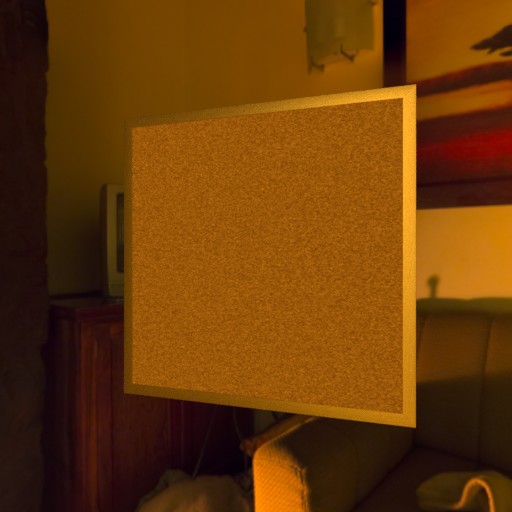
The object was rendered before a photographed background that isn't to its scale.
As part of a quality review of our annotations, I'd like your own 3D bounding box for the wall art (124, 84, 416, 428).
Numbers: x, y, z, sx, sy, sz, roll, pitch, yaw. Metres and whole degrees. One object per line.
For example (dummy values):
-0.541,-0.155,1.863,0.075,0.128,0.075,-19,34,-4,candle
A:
0.000,0.000,1.129,0.767,0.765,0.036,0,0,19,wall art
